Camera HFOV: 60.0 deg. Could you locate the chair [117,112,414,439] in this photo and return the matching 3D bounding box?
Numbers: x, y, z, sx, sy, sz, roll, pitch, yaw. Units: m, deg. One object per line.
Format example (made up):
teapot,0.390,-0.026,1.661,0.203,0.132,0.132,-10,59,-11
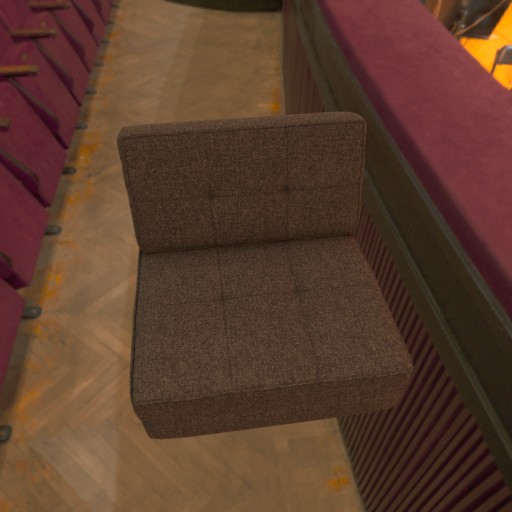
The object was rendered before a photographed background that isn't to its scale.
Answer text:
chair,0.000,0.000,1.319,0.740,0.615,0.800,-5,45,-5
